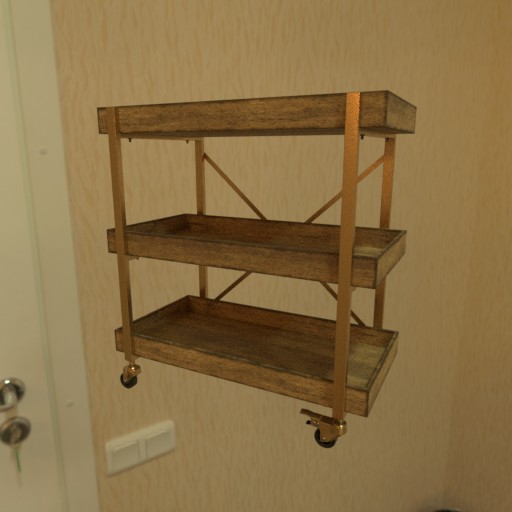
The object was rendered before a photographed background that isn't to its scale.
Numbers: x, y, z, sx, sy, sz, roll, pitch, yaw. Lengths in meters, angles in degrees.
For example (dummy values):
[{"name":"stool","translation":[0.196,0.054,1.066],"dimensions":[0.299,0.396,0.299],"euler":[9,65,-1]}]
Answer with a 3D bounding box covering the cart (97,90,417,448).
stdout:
[{"name":"cart","translation":[0.000,0.000,1.250],"dimensions":[0.750,0.799,0.416],"euler":[7,15,26]}]
